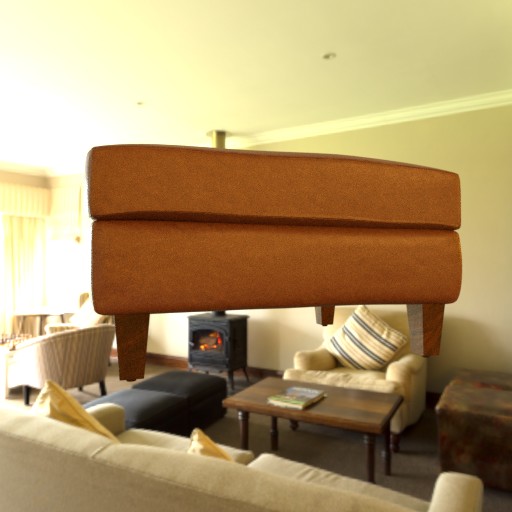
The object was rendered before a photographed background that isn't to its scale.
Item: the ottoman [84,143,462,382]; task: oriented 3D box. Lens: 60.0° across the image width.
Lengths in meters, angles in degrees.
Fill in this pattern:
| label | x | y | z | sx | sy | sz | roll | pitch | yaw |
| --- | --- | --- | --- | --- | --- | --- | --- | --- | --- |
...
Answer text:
| label | x | y | z | sx | sy | sz | roll | pitch | yaw |
| --- | --- | --- | --- | --- | --- | --- | --- | --- | --- |
| ottoman | 0.000 | 0.000 | 1.208 | 0.851 | 0.485 | 0.650 | 0 | -1 | -18 |
